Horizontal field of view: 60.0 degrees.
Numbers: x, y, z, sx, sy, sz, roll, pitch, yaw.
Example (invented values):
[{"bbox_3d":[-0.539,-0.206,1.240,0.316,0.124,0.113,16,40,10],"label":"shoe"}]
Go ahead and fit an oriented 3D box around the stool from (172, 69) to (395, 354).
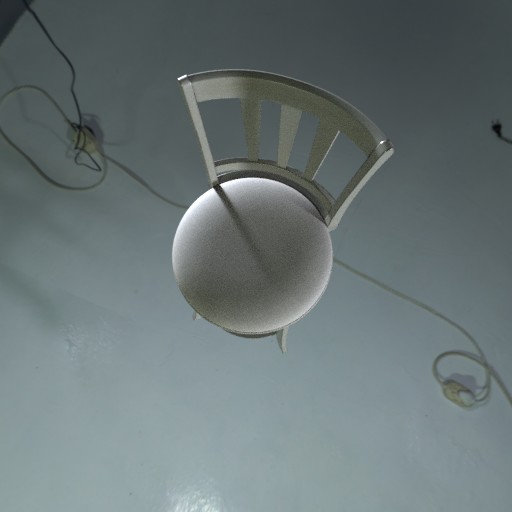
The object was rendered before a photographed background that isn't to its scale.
[{"bbox_3d":[0.000,0.000,1.291,0.436,1.042,0.475,20,76,5],"label":"stool"}]
